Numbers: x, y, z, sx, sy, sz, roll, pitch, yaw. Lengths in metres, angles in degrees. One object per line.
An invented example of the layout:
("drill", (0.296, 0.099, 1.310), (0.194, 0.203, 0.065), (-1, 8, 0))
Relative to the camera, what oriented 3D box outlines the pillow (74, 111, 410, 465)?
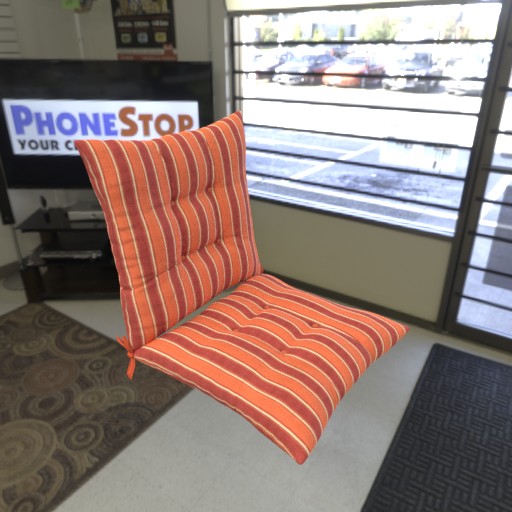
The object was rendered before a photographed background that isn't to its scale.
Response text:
("pillow", (0.000, 0.000, 0.996), (0.585, 0.536, 0.541), (18, 31, 33))
